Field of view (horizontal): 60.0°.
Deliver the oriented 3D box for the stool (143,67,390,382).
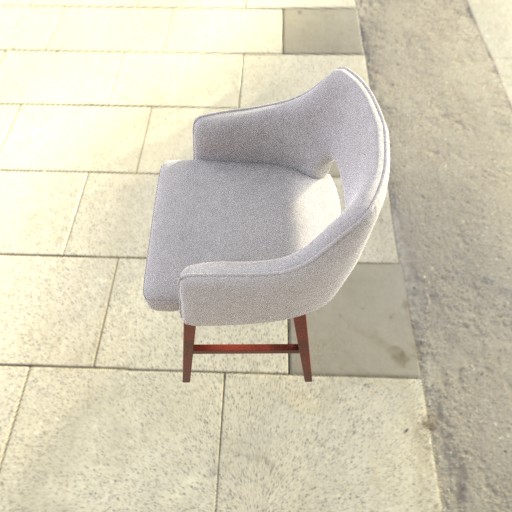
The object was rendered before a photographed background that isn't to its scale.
[{"bbox_3d":[0.000,0.000,1.330,0.558,1.012,0.548,0,58,0],"label":"stool"}]
